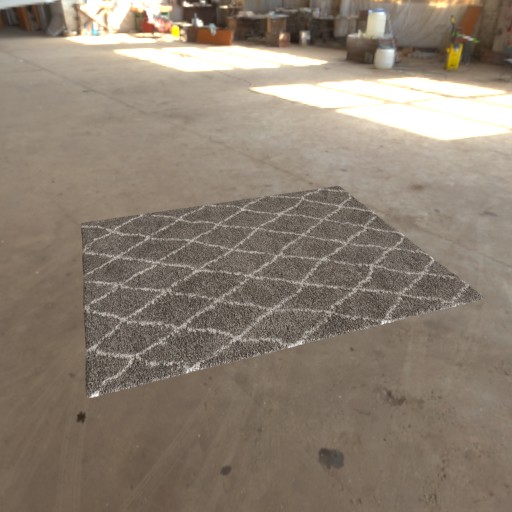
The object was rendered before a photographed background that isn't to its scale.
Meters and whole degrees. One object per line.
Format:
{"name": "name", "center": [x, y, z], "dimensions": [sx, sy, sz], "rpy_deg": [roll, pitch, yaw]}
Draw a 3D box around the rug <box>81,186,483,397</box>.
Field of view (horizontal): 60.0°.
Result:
{"name": "rug", "center": [0.000, 0.000, 4.109], "dimensions": [3.047, 0.029, 2.438], "rpy_deg": [-10, 33, -16]}
